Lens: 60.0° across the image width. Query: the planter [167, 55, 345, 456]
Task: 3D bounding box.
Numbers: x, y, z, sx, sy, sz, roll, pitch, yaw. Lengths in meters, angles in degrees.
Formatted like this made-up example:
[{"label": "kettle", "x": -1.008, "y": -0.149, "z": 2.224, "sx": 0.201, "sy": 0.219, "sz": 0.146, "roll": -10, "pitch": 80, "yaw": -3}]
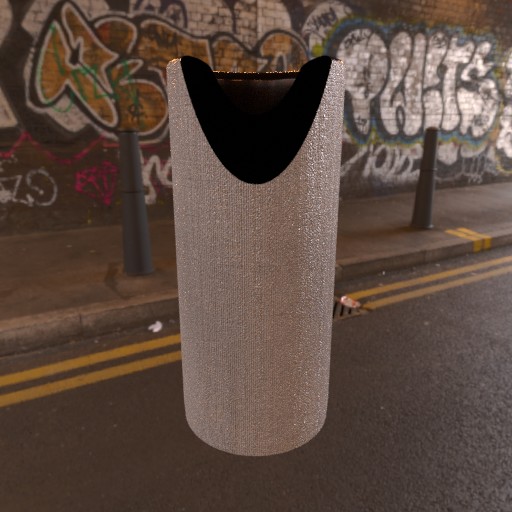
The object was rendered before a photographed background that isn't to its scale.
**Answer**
[{"label": "planter", "x": 0.000, "y": 0.000, "z": 0.128, "sx": 0.045, "sy": 0.103, "sz": 0.045, "roll": 3, "pitch": 17, "yaw": 9}]
